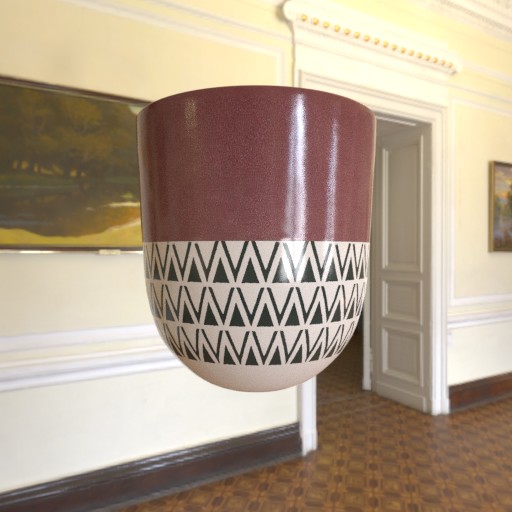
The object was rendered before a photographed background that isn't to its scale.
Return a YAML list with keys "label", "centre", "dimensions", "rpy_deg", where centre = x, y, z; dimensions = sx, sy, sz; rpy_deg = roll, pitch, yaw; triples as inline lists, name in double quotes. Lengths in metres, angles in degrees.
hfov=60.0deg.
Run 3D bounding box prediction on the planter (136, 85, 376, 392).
- label: "planter"
  centre: [0.000, 0.000, 0.372]
  dimensions: [0.195, 0.214, 0.195]
  rpy_deg: [0, 1, 0]
